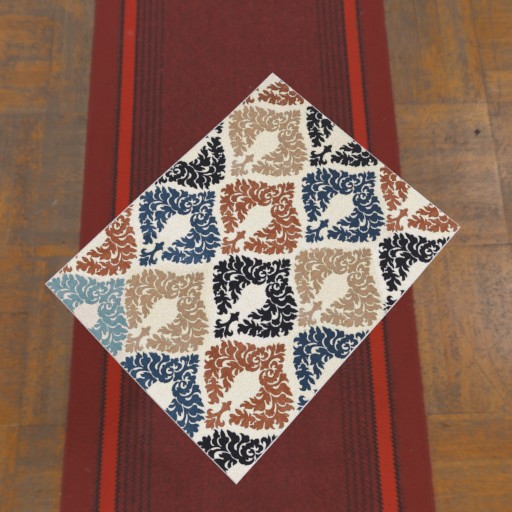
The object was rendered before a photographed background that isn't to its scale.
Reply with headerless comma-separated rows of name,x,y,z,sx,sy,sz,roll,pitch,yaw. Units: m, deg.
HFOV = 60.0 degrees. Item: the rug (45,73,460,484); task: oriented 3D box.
rug,0.000,0.000,4.083,2.423,0.014,3.040,43,80,9
